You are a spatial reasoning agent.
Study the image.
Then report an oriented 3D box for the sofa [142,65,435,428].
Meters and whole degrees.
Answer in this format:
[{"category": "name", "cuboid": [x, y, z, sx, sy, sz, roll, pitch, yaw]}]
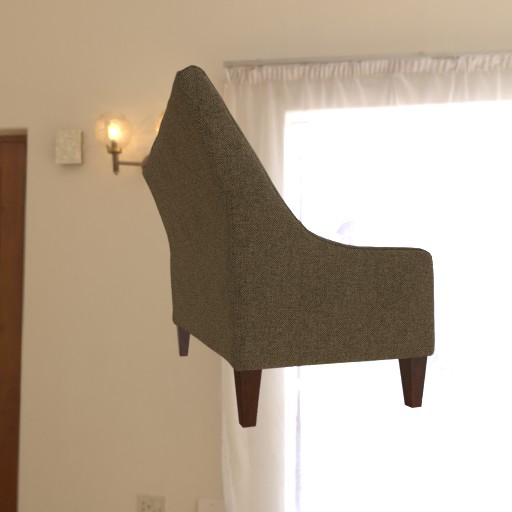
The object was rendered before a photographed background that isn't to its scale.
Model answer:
[{"category": "sofa", "cuboid": [0.000, 0.000, 1.899, 0.870, 1.021, 1.242, 1, -2, -19]}]
